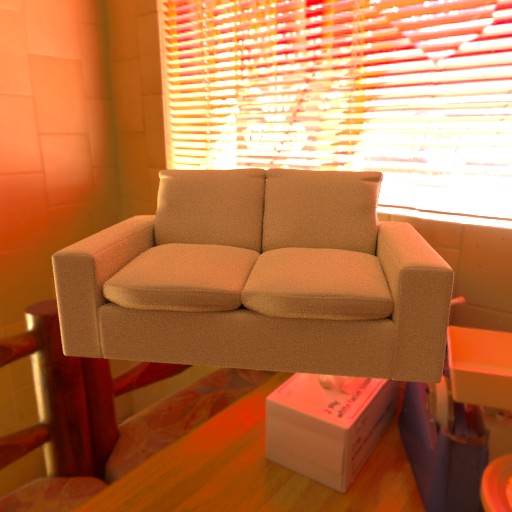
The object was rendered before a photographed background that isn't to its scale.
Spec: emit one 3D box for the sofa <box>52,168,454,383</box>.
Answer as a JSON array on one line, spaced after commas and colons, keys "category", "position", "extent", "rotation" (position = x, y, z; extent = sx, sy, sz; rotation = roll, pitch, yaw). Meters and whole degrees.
[{"category": "sofa", "position": [0.000, 0.000, 2.373], "extent": [1.754, 0.875, 1.091], "rotation": [2, 15, 8]}]
